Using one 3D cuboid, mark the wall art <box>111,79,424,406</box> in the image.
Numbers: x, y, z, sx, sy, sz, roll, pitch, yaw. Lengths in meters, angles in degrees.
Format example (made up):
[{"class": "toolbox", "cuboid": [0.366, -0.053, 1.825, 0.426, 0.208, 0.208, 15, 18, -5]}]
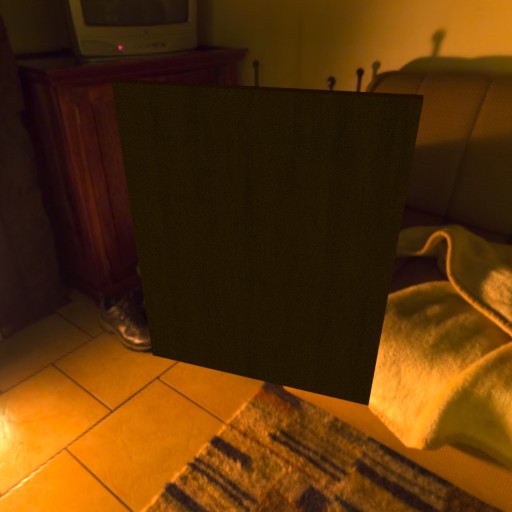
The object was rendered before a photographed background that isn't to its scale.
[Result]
[{"class": "wall art", "cuboid": [0.000, 0.000, 0.771, 0.455, 0.552, 0.034, 9, 31, 15]}]
